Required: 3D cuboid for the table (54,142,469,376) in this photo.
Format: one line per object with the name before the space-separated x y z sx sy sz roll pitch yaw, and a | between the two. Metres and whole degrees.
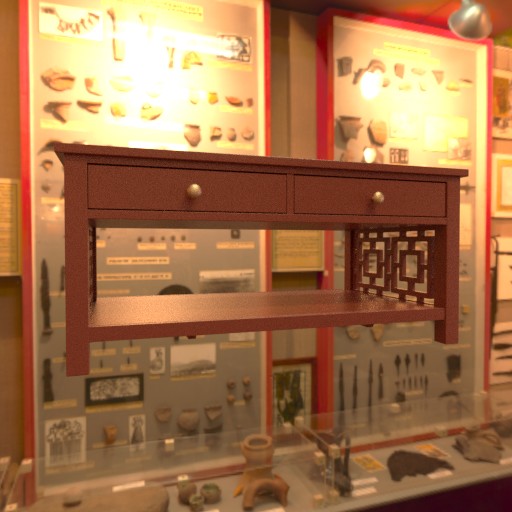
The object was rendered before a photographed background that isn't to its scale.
table | 0.000 0.000 1.365 1.068 0.493 0.612 0 2 -18
